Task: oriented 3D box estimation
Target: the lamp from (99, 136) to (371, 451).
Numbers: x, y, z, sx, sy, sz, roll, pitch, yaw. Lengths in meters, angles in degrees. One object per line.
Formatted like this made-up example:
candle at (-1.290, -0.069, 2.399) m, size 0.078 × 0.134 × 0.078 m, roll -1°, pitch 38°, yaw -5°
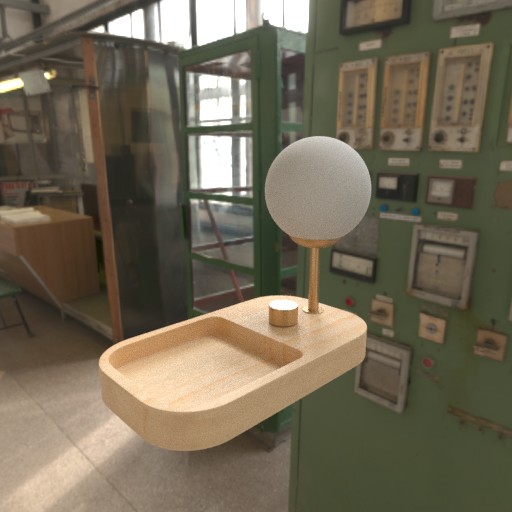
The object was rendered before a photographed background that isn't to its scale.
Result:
lamp at (0.000, 0.000, 0.479) m, size 0.331 × 0.253 × 0.173 m, roll -13°, pitch 19°, yaw -42°
